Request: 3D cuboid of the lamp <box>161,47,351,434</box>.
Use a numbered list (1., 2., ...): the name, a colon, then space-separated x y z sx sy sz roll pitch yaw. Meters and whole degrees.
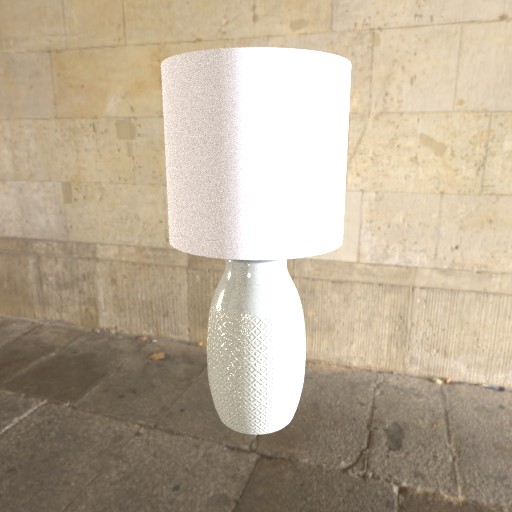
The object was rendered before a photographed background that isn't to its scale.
1. lamp: 0.000 0.000 0.571 0.217 0.453 0.217 -7 16 -25
